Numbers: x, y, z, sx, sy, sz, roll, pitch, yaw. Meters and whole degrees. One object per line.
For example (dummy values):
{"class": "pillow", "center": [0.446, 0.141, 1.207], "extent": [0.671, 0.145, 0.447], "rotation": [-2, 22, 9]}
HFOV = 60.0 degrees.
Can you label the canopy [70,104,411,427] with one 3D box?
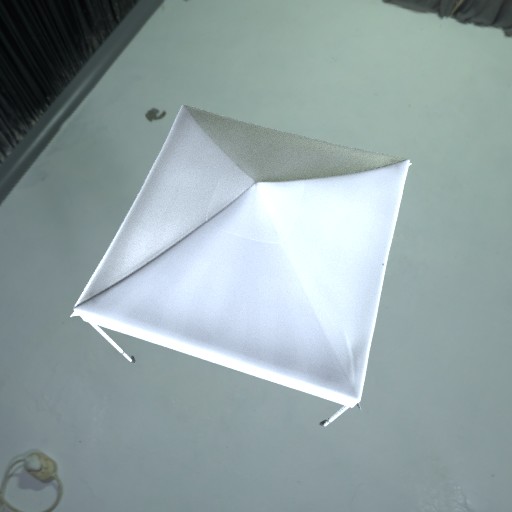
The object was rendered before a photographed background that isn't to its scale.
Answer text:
{"class": "canopy", "center": [0.000, 0.000, 5.426], "extent": [2.996, 2.998, 2.994], "rotation": [16, 64, 8]}
